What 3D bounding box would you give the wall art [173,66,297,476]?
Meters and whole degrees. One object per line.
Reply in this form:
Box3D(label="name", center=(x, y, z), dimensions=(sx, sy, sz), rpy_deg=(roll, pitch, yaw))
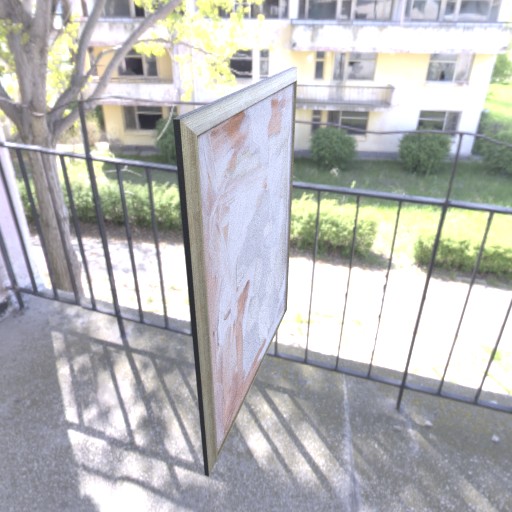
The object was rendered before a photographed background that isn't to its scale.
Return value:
Box3D(label="wall art", center=(0.000, 0.000, 0.908), dimensions=(0.018, 0.660, 0.559), rpy_deg=(9, 31, 16))
